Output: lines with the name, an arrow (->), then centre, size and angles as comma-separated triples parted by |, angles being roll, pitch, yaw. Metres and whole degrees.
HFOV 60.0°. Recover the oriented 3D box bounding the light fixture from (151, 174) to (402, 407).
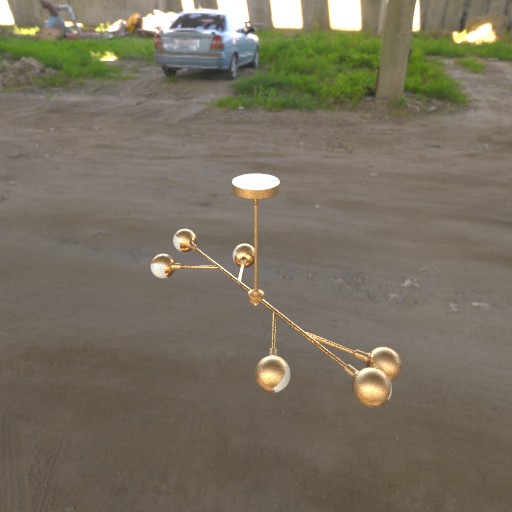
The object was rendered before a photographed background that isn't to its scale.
light fixture -> 0.000, 0.000, 1.028 | 0.434, 0.362, 0.778 | -10, 31, -17
